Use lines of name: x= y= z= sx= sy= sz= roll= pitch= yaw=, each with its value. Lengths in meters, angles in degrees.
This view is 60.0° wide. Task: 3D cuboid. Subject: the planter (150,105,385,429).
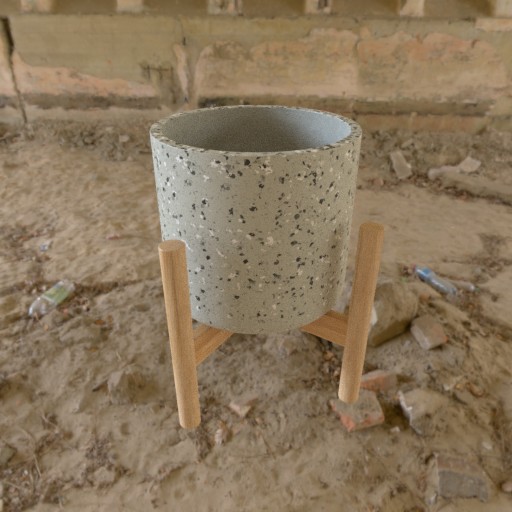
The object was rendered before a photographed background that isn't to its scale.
planter: x=0.000 y=0.000 z=0.552 sx=0.284 sy=0.320 sz=0.284 roll=-18 pitch=34 yaw=-29
